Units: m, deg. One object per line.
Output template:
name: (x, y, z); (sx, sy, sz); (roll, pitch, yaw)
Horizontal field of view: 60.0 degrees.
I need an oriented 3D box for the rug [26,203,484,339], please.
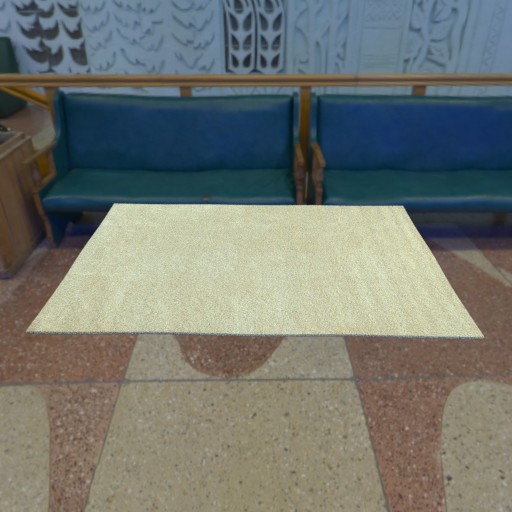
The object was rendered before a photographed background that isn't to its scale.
rug: (0.000, 0.000, 3.378); (2.699, 0.025, 1.800); (1, 31, 1)
